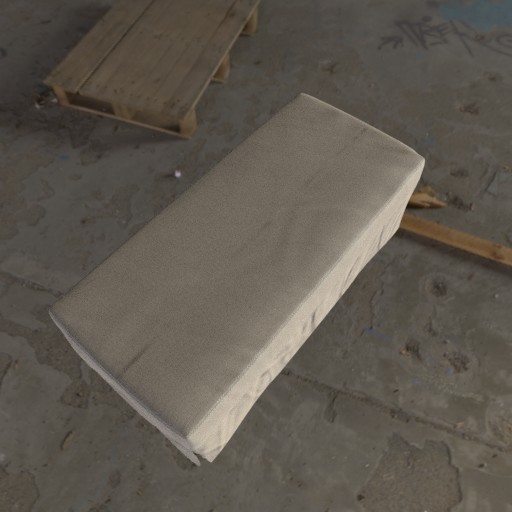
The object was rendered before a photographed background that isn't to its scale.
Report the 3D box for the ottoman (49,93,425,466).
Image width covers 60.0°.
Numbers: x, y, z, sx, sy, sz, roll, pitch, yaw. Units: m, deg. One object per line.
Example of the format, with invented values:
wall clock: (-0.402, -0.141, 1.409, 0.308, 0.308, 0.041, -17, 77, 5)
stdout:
ottoman: (0.000, 0.000, 1.727, 0.665, 0.457, 1.388, 35, 65, 19)
